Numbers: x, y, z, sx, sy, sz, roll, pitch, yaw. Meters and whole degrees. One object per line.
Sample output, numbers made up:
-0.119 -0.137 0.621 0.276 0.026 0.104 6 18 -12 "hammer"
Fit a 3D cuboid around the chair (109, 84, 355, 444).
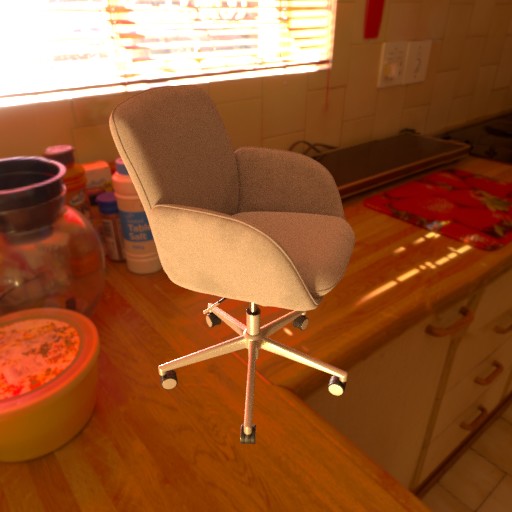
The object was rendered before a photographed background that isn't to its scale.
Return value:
0.000 0.000 1.389 0.654 0.959 0.648 11 31 18 "chair"
